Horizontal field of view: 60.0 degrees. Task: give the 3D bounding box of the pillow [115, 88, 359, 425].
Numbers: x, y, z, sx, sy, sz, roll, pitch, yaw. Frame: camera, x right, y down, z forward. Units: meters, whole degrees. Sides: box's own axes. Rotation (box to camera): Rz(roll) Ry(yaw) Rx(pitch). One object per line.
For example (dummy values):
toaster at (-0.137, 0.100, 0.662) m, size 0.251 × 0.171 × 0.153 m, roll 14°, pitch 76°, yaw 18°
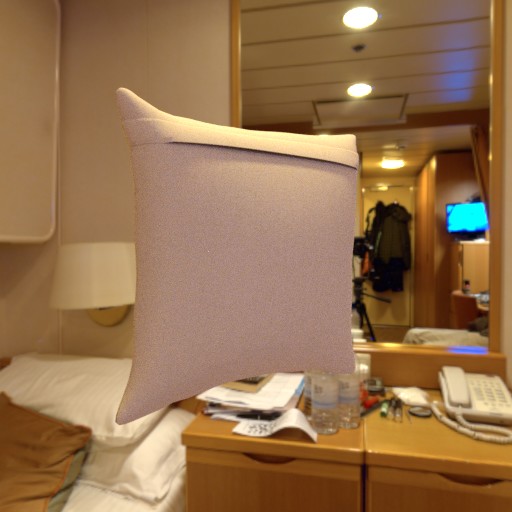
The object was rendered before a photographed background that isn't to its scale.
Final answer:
pillow at (0.000, 0.000, 0.644) m, size 0.405 × 0.406 × 0.173 m, roll -1°, pitch 1°, yaw -34°
